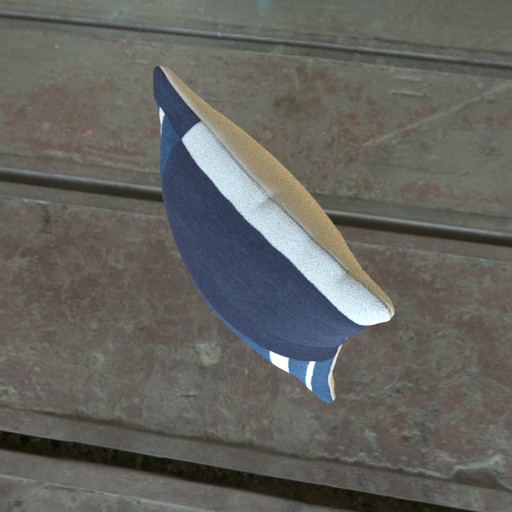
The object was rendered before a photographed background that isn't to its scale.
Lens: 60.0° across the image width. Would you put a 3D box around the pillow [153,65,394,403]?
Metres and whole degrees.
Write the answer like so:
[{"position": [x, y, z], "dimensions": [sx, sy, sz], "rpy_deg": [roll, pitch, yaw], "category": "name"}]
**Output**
[{"position": [0.000, 0.000, 0.801], "dimensions": [0.229, 0.506, 0.536], "rpy_deg": [-34, 68, -16], "category": "pillow"}]
